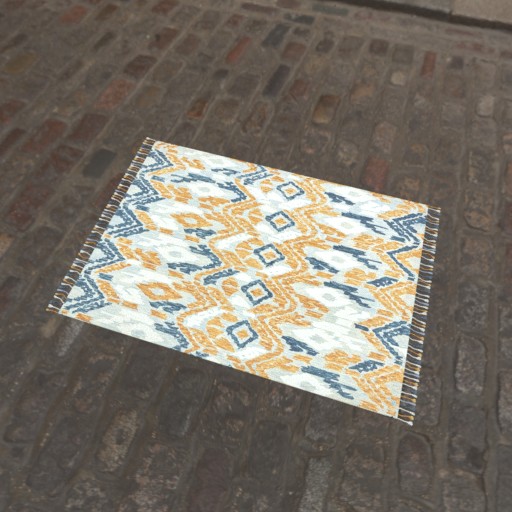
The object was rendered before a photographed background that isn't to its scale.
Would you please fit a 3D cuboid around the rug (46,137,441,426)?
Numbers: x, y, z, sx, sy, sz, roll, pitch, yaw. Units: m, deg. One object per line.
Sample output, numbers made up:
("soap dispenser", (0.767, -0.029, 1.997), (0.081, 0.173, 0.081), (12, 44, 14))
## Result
("rug", (0.000, 0.000, 2.365), (1.827, 0.008, 1.230), (15, 62, 8))
